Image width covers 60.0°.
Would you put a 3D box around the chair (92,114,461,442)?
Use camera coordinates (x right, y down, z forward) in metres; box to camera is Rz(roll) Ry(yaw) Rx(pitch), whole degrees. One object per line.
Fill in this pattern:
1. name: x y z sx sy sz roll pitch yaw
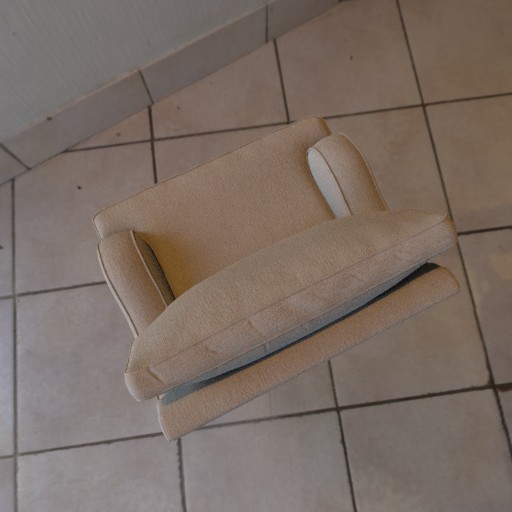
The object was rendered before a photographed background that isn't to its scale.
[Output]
1. chair: 0.000 0.000 1.959 1.220 1.016 1.041 -26 78 -6
